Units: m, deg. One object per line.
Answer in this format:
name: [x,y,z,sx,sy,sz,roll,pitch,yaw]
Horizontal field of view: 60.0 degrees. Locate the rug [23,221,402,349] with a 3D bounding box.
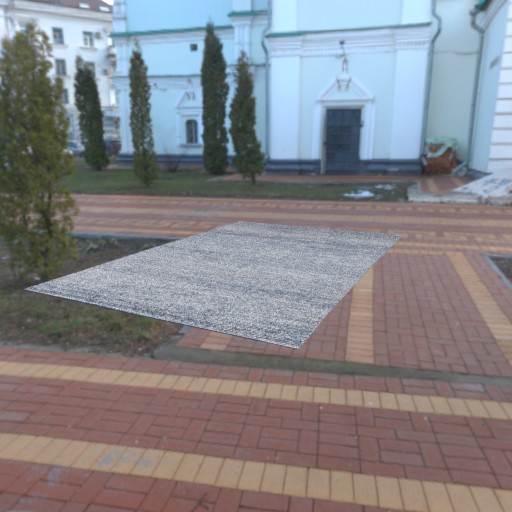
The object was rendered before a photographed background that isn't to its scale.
rug: [0.000,0.000,2.203,1.135,0.010,1.740,7,16,26]
